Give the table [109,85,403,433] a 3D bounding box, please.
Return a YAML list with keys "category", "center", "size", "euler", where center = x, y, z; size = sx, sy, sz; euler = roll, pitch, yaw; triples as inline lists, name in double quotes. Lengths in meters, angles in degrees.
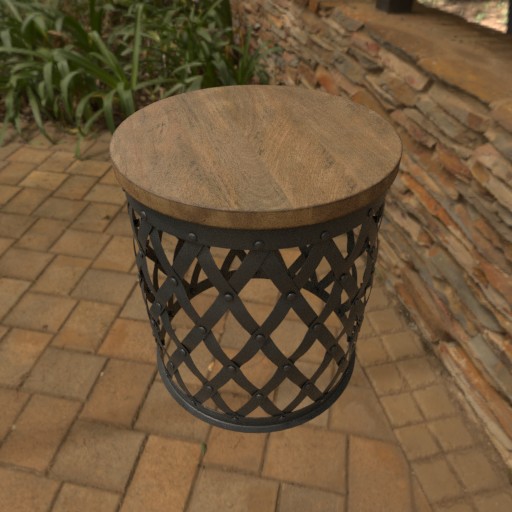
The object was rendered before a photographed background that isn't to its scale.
- category: "table"
  center: [0.000, 0.000, 0.773]
  size: [0.405, 0.454, 0.405]
  euler: [0, 39, 0]
